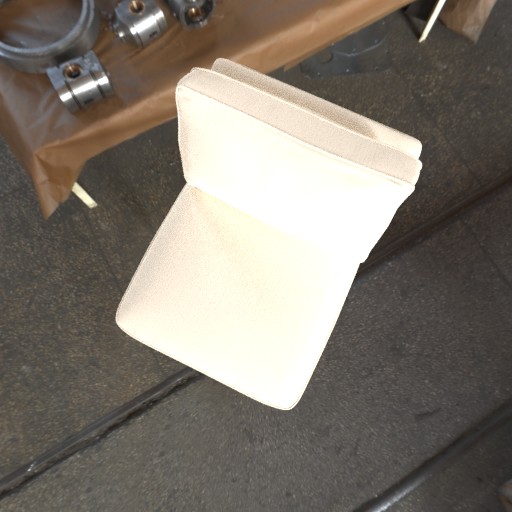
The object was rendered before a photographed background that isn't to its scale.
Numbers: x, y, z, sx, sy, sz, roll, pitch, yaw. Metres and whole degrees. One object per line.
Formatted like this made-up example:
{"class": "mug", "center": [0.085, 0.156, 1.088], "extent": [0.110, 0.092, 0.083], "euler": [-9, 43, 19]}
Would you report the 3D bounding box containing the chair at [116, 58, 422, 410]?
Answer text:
{"class": "chair", "center": [0.000, 0.000, 1.401], "extent": [0.630, 0.887, 0.781], "euler": [25, 78, 6]}
